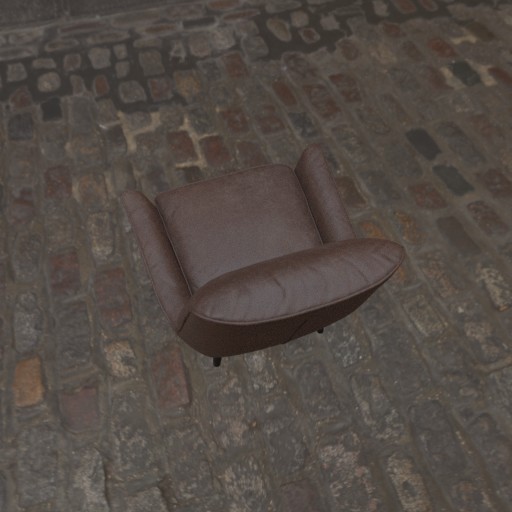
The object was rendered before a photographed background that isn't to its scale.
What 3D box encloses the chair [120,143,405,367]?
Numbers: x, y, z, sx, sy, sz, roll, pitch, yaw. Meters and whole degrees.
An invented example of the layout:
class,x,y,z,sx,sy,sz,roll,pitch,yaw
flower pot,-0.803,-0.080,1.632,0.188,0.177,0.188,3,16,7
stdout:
class,x,y,z,sx,sy,sz,roll,pitch,yaw
chair,0.000,0.000,1.508,0.787,0.888,0.824,-16,60,-9
